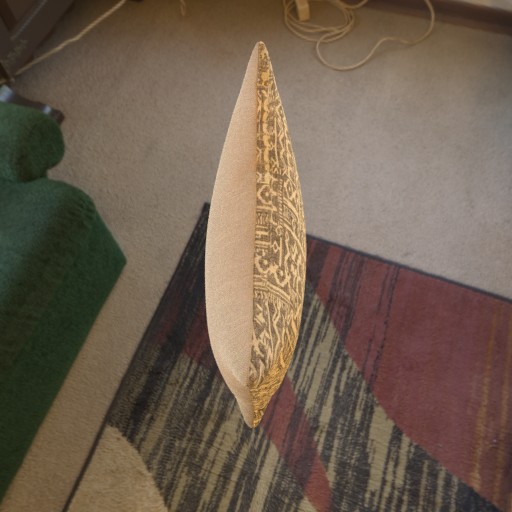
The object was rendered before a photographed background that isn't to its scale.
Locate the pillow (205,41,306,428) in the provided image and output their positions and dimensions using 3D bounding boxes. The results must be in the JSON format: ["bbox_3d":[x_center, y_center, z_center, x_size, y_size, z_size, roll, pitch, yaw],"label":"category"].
[{"bbox_3d":[0.000,0.000,0.803,0.180,0.487,0.546,1,64,1],"label":"pillow"}]
